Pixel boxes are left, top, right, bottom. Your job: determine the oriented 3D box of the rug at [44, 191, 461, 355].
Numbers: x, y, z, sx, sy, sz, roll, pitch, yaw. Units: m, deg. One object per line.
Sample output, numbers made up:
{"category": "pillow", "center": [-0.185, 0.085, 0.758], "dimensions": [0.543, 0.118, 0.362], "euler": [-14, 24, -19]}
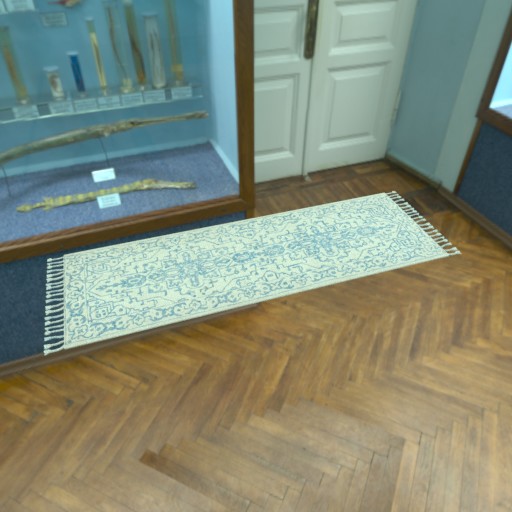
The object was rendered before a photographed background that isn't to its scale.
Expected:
{"category": "rug", "center": [0.000, 0.000, 2.738], "dimensions": [2.449, 0.011, 0.774], "euler": [-12, 42, -14]}
